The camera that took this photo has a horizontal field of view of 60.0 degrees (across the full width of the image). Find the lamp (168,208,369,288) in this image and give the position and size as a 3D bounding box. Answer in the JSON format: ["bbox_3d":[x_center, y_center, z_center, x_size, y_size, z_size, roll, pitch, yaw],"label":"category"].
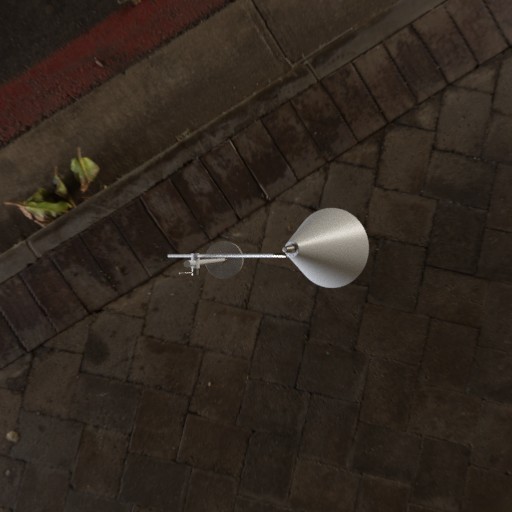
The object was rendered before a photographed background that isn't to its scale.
[{"bbox_3d":[0.000,0.000,1.569,0.508,1.430,0.223,0,90,0],"label":"lamp"}]
